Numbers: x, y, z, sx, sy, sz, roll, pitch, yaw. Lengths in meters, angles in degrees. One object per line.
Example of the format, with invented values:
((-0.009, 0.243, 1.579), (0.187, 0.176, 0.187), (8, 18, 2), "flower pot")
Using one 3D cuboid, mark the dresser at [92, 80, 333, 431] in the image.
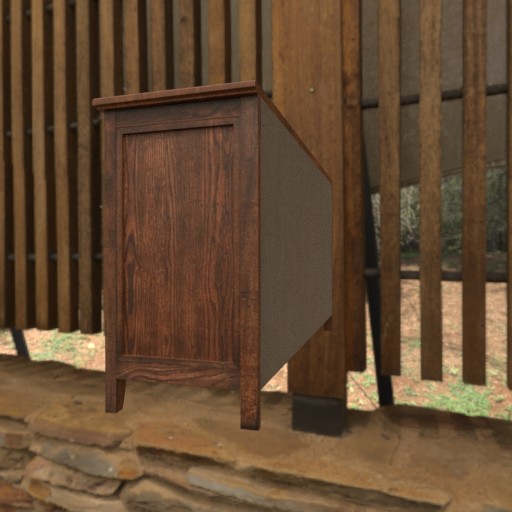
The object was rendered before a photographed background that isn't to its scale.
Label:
((0.000, 0.000, 1.873), (0.463, 0.856, 1.551), (0, 0, 17), "dresser")
